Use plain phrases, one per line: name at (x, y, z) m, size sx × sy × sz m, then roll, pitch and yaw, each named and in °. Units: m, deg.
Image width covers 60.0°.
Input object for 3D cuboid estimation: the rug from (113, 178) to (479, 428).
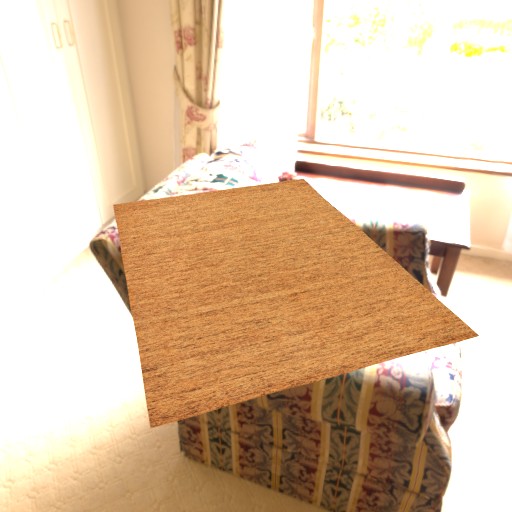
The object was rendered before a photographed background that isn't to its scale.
rug at (0.000, 0.000, 4.256) m, size 2.438 × 0.012 × 3.200 m, roll -11°, pitch 34°, yaw -16°
